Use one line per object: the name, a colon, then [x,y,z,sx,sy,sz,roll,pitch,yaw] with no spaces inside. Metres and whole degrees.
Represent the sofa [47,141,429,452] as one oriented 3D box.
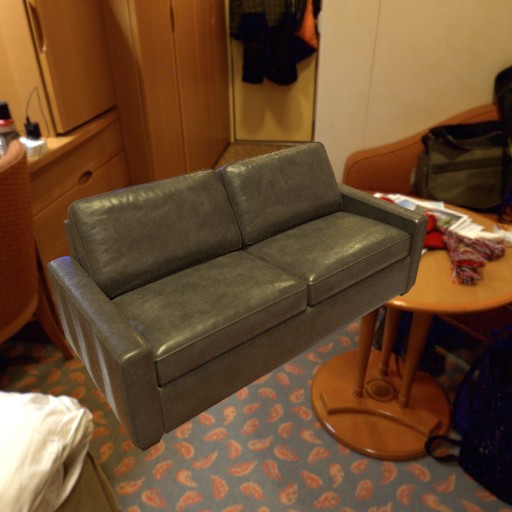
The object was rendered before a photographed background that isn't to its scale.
sofa: [0.000,0.000,2.590,2.081,0.916,0.939,-22,37,-33]
